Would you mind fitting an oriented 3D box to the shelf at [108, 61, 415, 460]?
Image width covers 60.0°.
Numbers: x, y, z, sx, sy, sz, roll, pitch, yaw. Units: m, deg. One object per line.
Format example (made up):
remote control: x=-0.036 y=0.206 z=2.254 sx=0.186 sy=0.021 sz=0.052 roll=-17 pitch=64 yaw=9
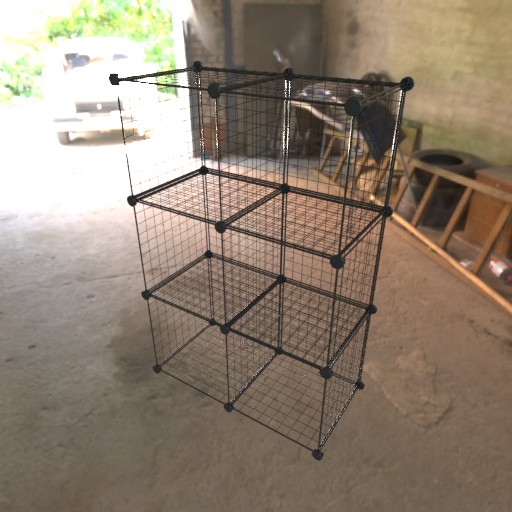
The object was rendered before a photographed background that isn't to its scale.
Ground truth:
shelf: x=0.000 y=0.000 z=1.398 sx=0.711 sy=1.067 sz=0.356 roll=18 pitch=34 yaw=29
